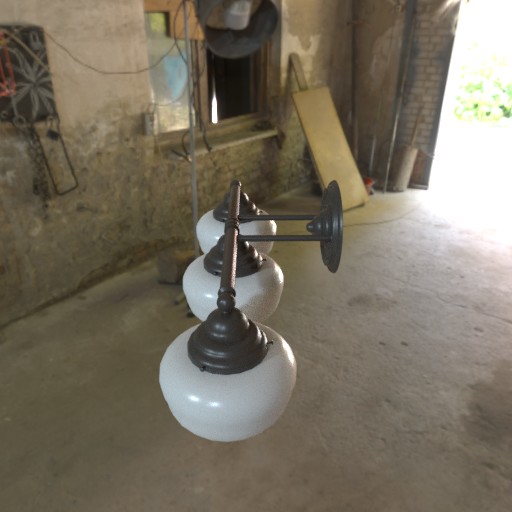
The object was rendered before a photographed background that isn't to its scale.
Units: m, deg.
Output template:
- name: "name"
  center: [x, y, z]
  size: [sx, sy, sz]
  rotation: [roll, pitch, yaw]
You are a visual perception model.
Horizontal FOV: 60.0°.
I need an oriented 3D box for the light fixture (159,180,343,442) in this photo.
- name: "light fixture"
  center: [0.000, 0.000, 0.705]
  size: [0.239, 0.242, 0.587]
  rotation: [0, 27, -1]
